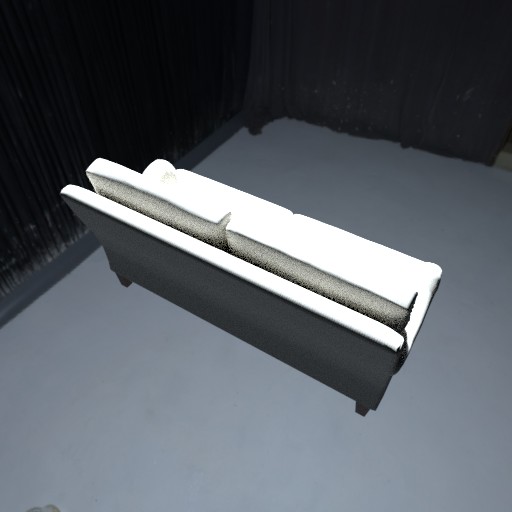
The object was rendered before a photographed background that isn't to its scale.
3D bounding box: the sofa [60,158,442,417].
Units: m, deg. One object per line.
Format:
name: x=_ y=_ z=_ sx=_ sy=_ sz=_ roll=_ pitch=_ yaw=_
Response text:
sofa: x=0.000 y=0.000 z=2.868 sx=2.159 sy=1.087 sz=1.086 roll=24 pitch=50 yaw=22
